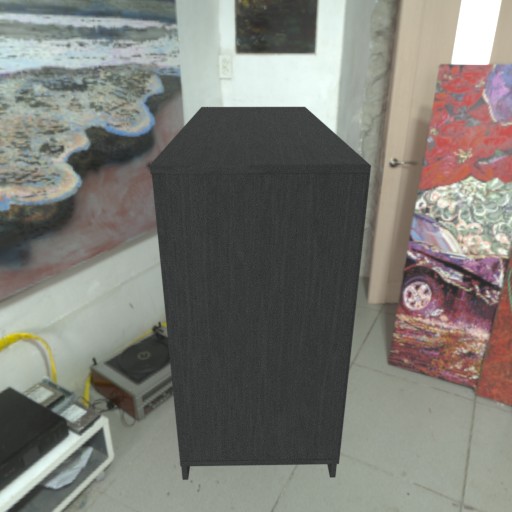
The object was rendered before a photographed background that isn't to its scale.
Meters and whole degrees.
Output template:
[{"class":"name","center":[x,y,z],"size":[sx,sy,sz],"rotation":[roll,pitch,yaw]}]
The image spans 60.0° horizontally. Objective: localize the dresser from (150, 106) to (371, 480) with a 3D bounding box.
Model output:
[{"class":"dresser","center":[0.000,0.000,1.428],"size":[0.404,0.816,0.994],"rotation":[0,24,-1]}]
